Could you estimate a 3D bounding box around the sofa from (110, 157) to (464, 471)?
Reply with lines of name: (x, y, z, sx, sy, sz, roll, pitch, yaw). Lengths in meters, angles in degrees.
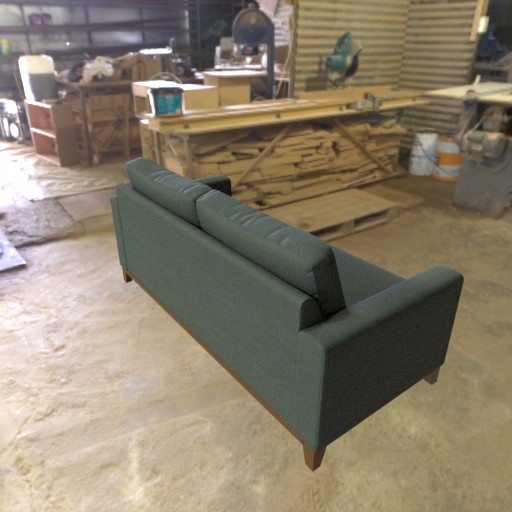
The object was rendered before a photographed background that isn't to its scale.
sofa: (0.000, 0.000, 2.411, 0.877, 0.865, 1.900, -19, 32, -33)
